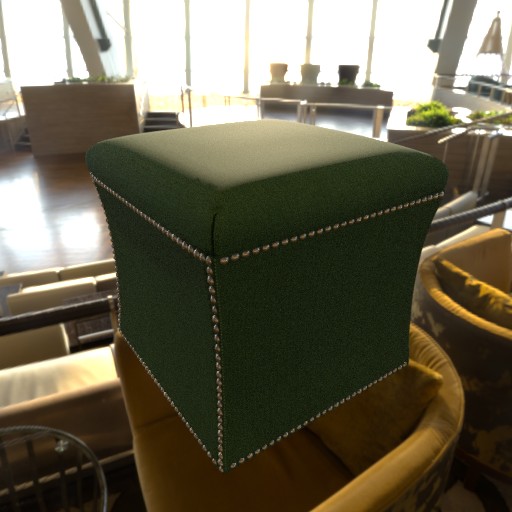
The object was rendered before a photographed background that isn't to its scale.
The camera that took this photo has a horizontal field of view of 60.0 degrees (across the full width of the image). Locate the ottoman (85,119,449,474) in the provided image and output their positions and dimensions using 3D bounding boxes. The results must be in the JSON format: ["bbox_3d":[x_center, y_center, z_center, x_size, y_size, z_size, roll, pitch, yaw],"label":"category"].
[{"bbox_3d":[0.000,0.000,0.897,0.497,0.475,0.507,-17,31,-31],"label":"ottoman"}]
